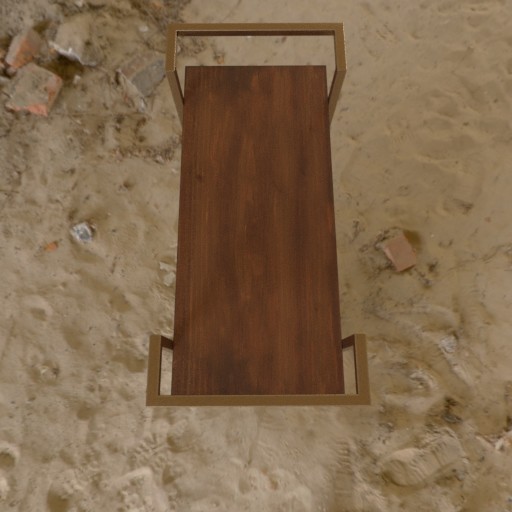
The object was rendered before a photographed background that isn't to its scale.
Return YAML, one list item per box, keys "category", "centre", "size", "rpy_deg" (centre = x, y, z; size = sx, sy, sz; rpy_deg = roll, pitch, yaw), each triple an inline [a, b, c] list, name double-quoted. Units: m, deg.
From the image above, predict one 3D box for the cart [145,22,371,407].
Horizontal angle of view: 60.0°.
- category: "cart"
  centre: [0.000, 0.000, 1.128]
  size: [0.364, 0.807, 0.695]
  rpy_deg: [0, 74, 0]
